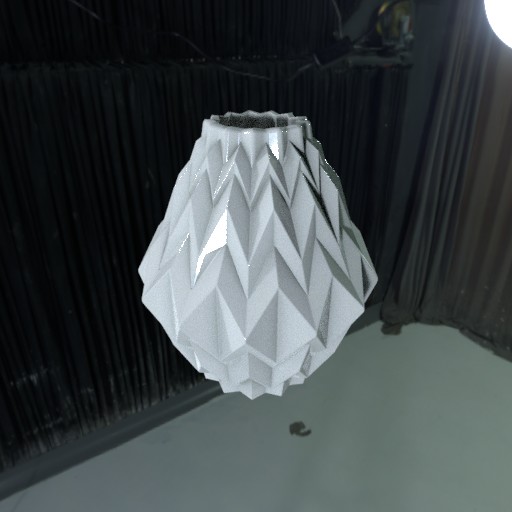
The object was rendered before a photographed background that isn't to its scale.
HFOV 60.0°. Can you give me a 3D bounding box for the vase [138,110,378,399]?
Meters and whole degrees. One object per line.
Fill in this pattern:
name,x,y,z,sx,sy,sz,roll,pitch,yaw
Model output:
vase,0.000,0.000,0.308,0.164,0.185,0.164,0,27,0
